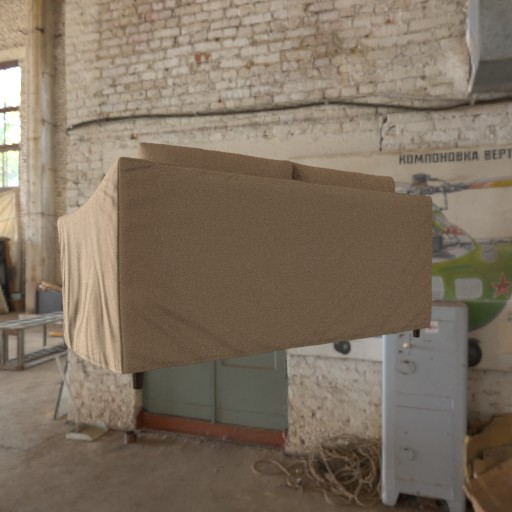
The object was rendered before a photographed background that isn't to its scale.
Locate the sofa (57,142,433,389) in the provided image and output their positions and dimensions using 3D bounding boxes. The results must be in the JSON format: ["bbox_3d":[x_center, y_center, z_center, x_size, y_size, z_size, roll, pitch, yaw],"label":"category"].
[{"bbox_3d":[0.000,0.000,2.615,2.010,1.018,1.072,0,0,-36],"label":"sofa"}]
